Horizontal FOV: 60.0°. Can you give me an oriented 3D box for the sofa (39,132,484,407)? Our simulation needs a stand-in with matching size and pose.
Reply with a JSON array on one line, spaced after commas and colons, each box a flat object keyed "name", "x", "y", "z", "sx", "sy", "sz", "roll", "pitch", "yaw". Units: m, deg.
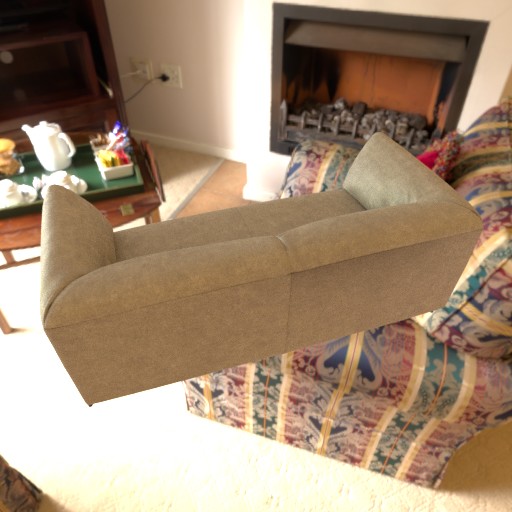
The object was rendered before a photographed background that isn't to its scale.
[{"name": "sofa", "x": 0.000, "y": 0.000, "z": 2.245, "sx": 1.878, "sy": 0.747, "sz": 0.905, "roll": -12, "pitch": 43, "yaw": -14}]
